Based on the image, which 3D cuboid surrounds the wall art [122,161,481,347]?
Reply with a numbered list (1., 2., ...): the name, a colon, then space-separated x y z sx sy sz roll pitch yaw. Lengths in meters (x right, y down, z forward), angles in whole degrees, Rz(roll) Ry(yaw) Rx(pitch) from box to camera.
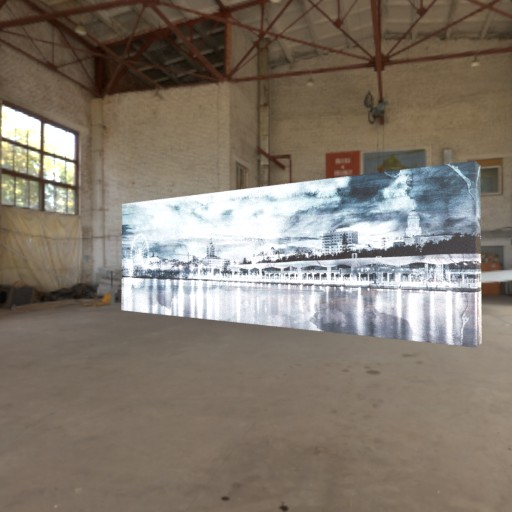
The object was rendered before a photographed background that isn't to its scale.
1. wall art: 0.000 0.000 0.834 0.759 0.251 0.037 0 -1 36
